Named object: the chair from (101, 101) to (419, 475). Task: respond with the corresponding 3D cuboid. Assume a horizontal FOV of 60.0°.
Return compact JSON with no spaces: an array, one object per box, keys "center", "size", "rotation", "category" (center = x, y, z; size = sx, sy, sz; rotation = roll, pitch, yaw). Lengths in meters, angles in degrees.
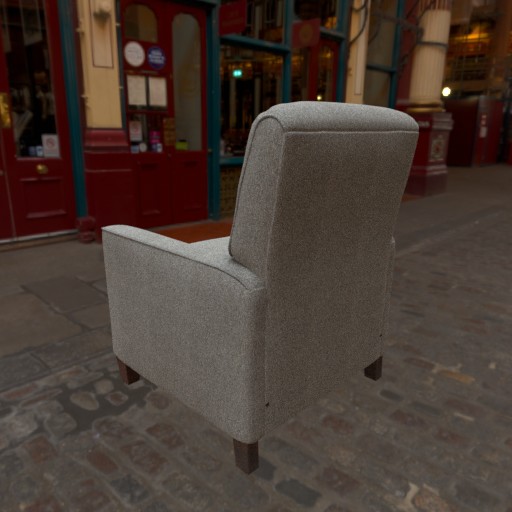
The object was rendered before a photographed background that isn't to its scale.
[{"center":[0.000,0.000,1.619],"size":[0.858,1.028,0.841],"rotation":[15,22,43],"category":"chair"}]
